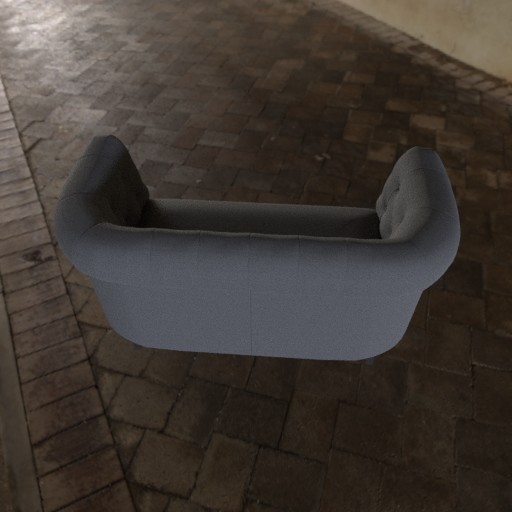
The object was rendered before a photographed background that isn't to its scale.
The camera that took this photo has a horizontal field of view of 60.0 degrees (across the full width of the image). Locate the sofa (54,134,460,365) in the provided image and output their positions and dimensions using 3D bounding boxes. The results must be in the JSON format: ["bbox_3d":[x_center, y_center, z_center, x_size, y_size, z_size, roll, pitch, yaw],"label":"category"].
[{"bbox_3d":[0.000,0.000,1.980,1.558,0.827,0.835,3,46,3],"label":"sofa"}]
